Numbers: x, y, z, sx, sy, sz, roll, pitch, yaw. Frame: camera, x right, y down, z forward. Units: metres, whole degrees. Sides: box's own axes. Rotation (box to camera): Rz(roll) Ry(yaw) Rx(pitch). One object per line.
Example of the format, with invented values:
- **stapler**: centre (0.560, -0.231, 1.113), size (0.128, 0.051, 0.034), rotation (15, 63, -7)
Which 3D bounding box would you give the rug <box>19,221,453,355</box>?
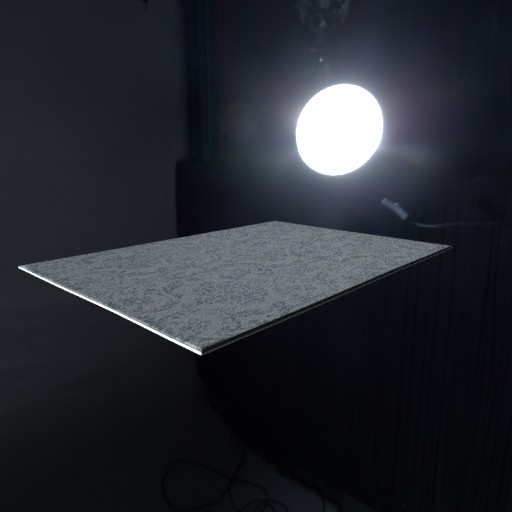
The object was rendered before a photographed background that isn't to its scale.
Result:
- **rug**: centre (0.000, 0.000, 2.732), size (1.586, 0.014, 2.197), rotation (12, 18, 42)
